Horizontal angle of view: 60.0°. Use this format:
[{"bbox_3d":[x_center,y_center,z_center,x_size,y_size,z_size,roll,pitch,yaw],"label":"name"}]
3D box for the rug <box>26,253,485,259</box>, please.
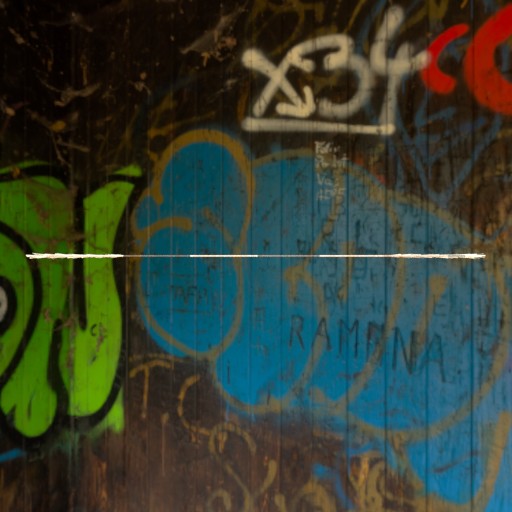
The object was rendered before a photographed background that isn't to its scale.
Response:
[{"bbox_3d":[0.000,0.000,2.530,2.021,0.027,1.224,0,0,0],"label":"rug"}]
